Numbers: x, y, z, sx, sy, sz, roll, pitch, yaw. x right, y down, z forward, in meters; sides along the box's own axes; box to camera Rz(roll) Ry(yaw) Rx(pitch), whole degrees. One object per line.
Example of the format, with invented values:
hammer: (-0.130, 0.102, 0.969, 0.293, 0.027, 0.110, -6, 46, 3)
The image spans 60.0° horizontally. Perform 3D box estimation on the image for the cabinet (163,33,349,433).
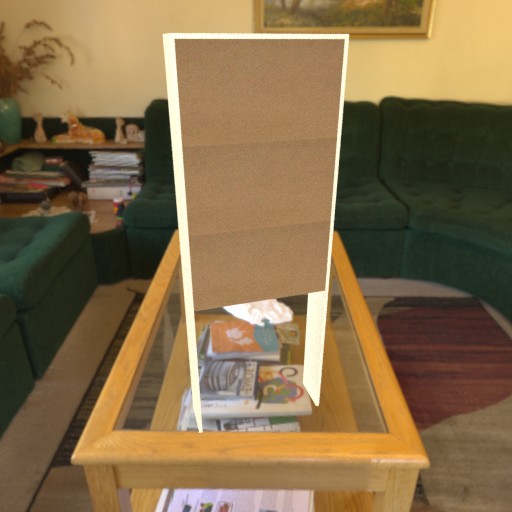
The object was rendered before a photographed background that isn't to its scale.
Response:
cabinet: (0.000, 0.000, 1.977, 0.643, 1.770, 0.192, -7, 27, -15)
